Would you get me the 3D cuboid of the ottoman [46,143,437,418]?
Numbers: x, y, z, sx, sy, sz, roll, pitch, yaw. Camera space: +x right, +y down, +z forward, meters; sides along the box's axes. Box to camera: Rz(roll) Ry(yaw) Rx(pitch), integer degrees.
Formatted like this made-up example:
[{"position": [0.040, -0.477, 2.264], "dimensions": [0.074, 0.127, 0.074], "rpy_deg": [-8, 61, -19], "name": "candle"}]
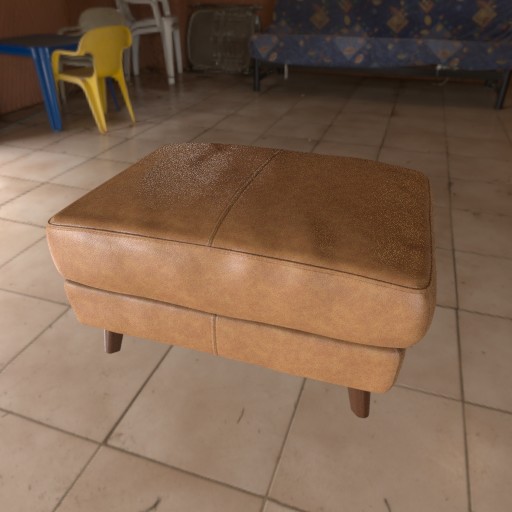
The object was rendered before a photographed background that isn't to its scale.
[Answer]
[{"position": [0.000, 0.000, 1.203], "dimensions": [0.869, 0.461, 0.630], "rpy_deg": [10, 33, 15], "name": "ottoman"}]
